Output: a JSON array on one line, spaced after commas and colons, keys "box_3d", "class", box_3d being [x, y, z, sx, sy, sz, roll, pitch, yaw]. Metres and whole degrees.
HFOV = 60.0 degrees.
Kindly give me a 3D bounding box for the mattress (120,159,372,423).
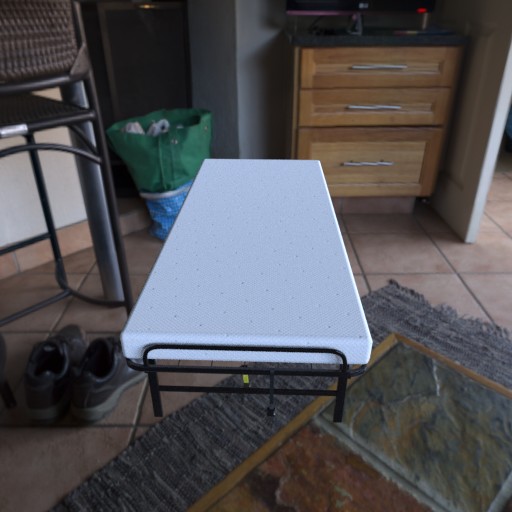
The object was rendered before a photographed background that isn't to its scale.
[{"box_3d": [0.000, 0.000, 2.557, 0.922, 0.519, 2.153, 1, 29, 2], "class": "mattress"}]
